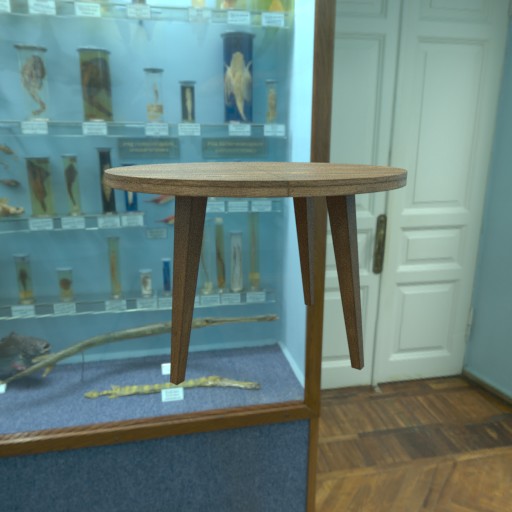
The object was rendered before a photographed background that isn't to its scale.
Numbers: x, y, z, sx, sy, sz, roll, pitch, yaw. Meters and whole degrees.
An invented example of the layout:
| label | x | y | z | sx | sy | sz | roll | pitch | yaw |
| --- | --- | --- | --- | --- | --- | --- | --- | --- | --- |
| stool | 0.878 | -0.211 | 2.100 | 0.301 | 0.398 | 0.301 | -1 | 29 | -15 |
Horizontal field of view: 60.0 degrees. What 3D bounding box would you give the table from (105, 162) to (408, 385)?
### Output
| label | x | y | z | sx | sy | sz | roll | pitch | yaw |
| --- | --- | --- | --- | --- | --- | --- | --- | --- | --- |
| table | 0.000 | 0.000 | 1.964 | 1.213 | 0.764 | 1.213 | 0 | 14 | 0 |
